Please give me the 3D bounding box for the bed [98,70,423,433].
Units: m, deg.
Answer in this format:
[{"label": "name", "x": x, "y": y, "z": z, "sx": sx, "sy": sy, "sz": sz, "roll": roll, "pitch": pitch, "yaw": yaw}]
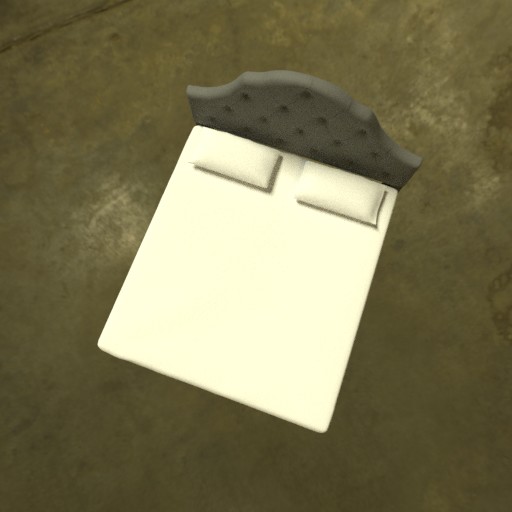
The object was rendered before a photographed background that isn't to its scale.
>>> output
[{"label": "bed", "x": 0.000, "y": 0.000, "z": 3.480, "sx": 2.008, "sy": 1.615, "sz": 2.214, "roll": 19, "pitch": 76, "yaw": 5}]
